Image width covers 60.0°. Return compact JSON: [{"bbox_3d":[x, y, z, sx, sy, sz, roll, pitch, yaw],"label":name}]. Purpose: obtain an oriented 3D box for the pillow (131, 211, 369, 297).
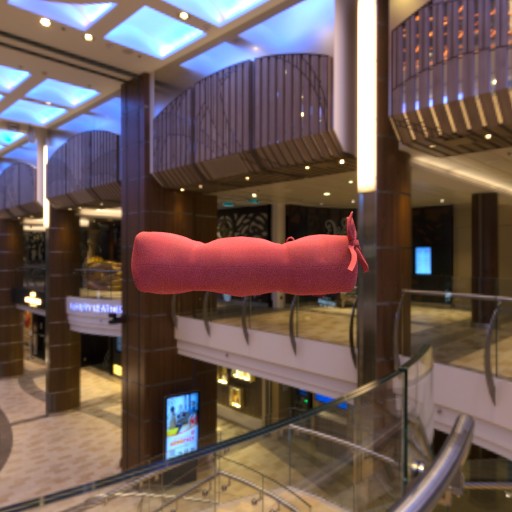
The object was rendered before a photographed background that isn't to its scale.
[{"bbox_3d":[0.000,0.000,1.398,0.511,0.174,1.194,0,0,-1],"label":"pillow"}]
